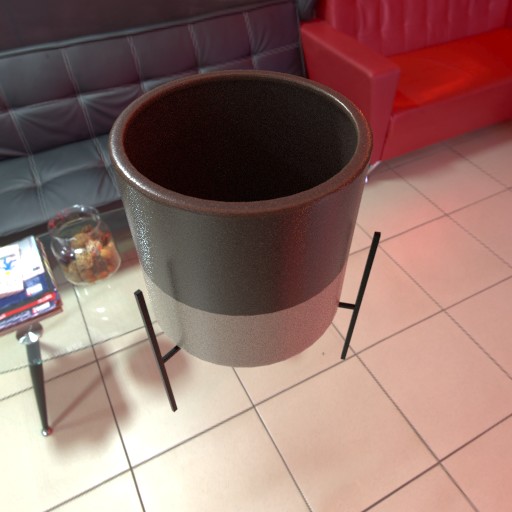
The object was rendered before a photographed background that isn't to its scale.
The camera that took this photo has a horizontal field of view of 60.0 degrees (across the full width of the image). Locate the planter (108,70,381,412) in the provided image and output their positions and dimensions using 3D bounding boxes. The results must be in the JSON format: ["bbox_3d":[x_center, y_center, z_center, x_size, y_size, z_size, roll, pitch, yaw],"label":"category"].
[{"bbox_3d":[0.000,0.000,0.527,0.260,0.353,0.250,4,47,3],"label":"planter"}]
